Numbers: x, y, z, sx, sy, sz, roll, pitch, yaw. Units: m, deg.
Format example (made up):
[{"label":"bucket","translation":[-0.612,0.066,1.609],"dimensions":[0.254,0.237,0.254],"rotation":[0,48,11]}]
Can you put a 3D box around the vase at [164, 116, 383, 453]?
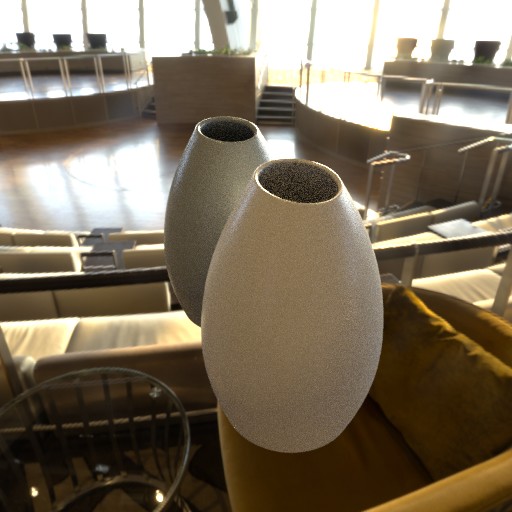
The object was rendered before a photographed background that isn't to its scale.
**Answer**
[{"label":"vase","translation":[0.000,0.000,0.255],"dimensions":[0.089,0.131,0.187],"rotation":[-10,31,-18]}]
